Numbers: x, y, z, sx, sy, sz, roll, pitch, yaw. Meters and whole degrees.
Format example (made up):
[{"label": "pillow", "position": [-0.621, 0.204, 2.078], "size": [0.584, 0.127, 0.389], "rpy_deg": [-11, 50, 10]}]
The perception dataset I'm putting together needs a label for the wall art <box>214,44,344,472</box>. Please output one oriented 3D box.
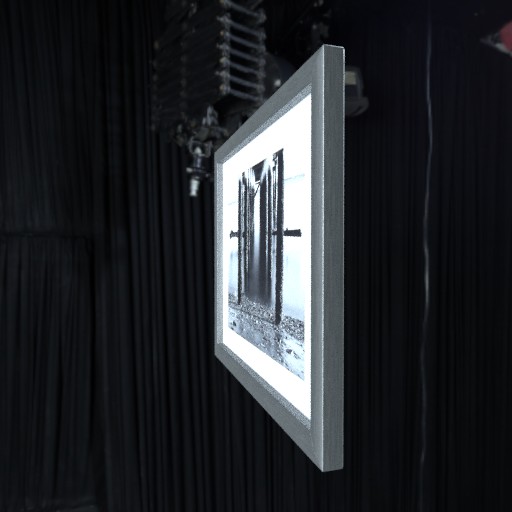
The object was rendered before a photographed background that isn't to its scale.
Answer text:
[{"label": "wall art", "position": [0.000, 0.000, 0.741], "size": [0.028, 0.457, 0.556], "rpy_deg": [0, 1, -17]}]
